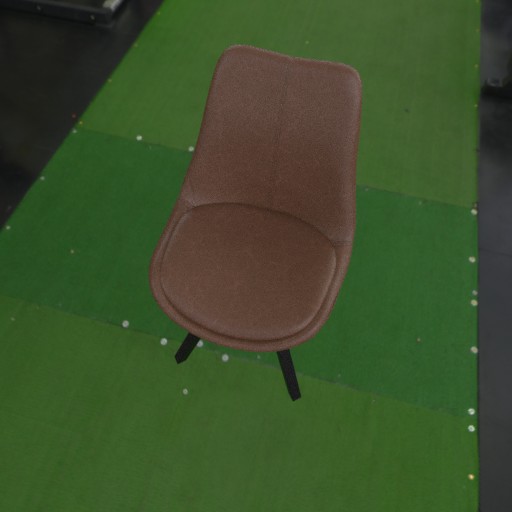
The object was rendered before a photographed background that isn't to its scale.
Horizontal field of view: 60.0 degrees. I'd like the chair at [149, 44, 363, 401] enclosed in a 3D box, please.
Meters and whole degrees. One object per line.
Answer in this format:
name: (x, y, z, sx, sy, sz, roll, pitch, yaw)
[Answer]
chair: (0.000, 0.000, 1.181, 0.475, 0.850, 0.550, 15, 60, 9)
